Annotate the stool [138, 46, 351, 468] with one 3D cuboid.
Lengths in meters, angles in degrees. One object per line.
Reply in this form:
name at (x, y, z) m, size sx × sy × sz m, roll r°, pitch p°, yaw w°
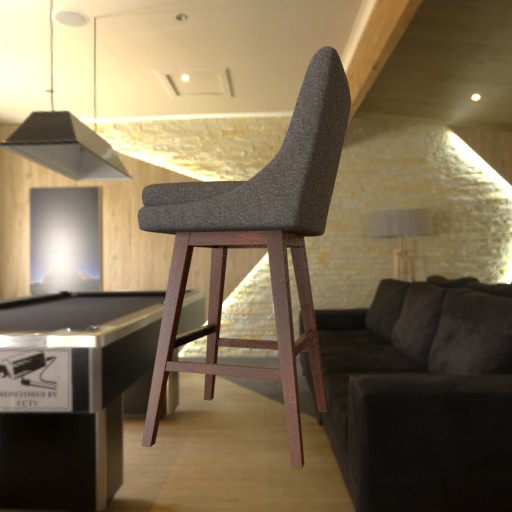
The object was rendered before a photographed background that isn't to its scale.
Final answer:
stool at (0.000, 0.000, 1.390) m, size 0.572 × 1.068 × 0.489 m, roll 0°, pitch -1°, yaw 17°
